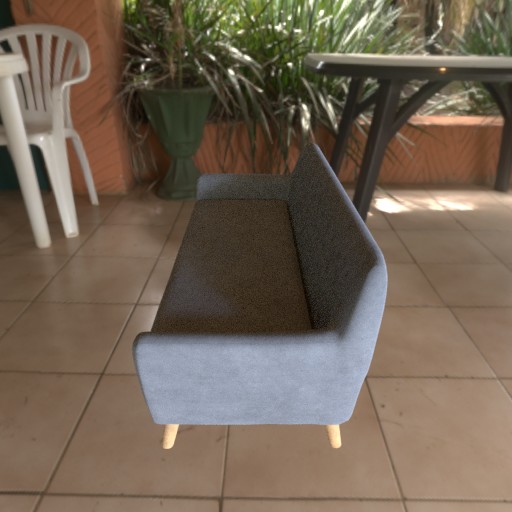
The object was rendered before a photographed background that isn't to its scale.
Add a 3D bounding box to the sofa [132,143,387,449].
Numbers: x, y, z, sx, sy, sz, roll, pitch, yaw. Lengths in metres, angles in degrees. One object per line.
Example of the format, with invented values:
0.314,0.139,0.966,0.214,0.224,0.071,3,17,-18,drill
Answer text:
0.000,0.000,2.341,0.830,0.830,1.970,0,26,0,sofa
